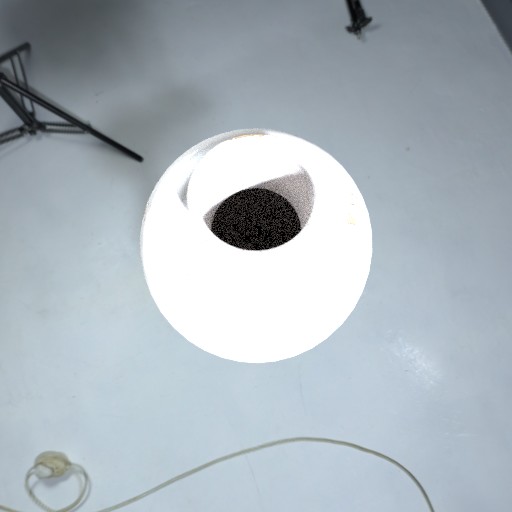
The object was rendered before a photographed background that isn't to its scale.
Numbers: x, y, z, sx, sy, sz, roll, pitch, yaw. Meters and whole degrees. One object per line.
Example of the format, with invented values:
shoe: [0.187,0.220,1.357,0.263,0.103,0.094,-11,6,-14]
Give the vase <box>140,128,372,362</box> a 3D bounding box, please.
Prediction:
vase: [0.000,0.000,0.335,0.158,0.228,0.158,0,74,0]
